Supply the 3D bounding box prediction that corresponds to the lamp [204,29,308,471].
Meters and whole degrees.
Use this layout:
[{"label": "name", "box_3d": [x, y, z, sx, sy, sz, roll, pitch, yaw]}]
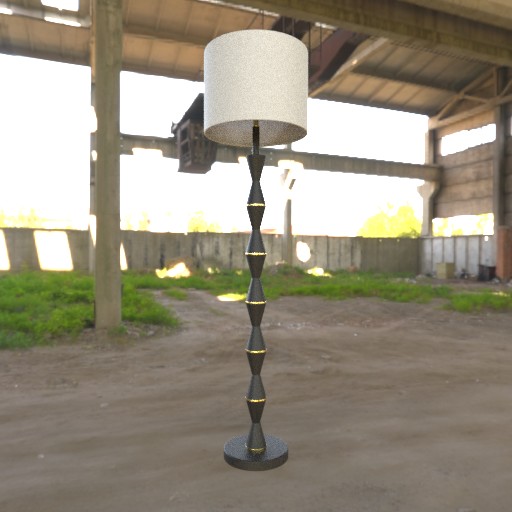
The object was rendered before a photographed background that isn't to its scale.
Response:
[{"label": "lamp", "box_3d": [0.000, 0.000, 1.639, 0.381, 1.480, 0.381, 0, 1, 36]}]
